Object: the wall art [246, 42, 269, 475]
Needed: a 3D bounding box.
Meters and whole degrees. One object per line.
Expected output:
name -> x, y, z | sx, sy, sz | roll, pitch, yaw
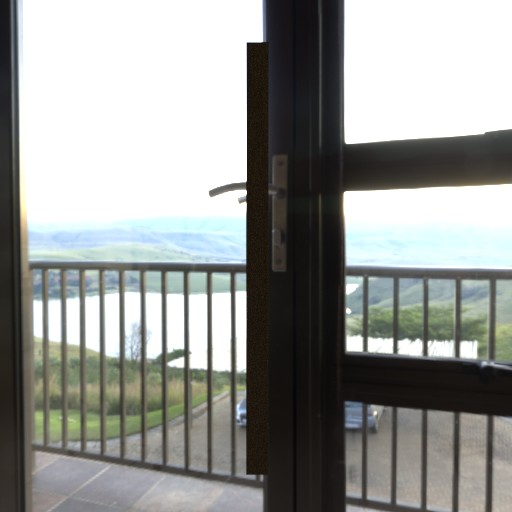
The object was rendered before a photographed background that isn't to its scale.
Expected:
wall art -> 0.000, 0.000, 1.154 | 0.039, 0.758, 0.758 | 0, 1, 0
